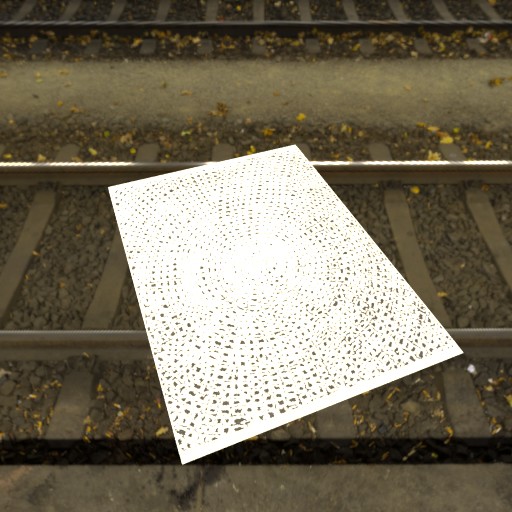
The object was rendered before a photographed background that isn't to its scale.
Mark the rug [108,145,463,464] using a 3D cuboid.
[{"bbox_3d":[0.000,0.000,2.192,1.190,0.003,1.634,-16,49,-14],"label":"rug"}]
